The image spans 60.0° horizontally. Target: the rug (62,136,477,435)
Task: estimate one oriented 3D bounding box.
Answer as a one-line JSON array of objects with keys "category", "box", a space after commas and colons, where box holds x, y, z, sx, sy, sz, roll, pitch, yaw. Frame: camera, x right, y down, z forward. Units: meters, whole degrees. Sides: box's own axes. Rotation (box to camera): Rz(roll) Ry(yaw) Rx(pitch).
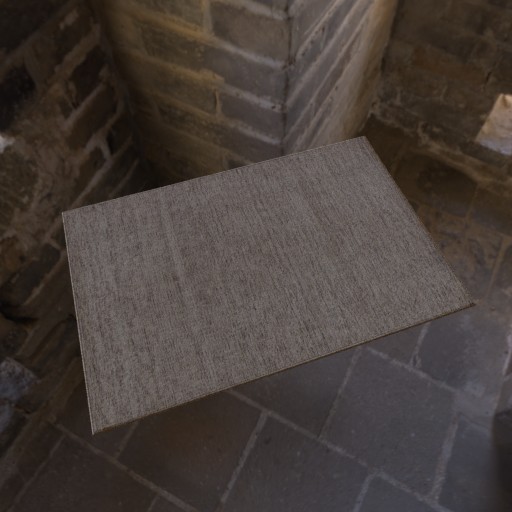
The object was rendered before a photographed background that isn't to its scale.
[{"category": "rug", "box": [0.000, 0.000, 2.271, 1.822, 0.018, 1.211, -16, 60, -10]}]
